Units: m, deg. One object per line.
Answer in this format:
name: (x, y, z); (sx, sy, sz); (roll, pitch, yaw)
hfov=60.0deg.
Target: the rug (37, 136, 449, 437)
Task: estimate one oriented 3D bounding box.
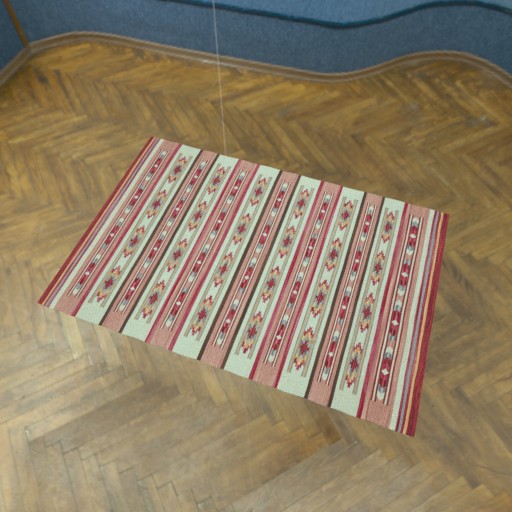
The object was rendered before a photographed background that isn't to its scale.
rug: (0.000, 0.000, 2.288); (1.817, 0.008, 1.223); (17, 59, 10)
